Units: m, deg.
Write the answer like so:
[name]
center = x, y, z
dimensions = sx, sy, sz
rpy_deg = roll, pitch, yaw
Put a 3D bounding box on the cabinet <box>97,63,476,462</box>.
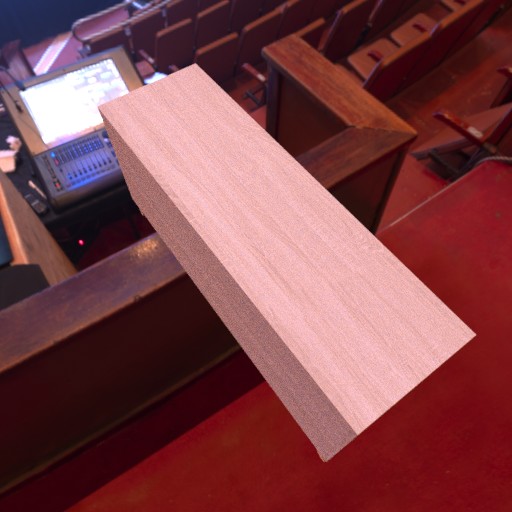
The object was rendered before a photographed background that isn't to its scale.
[cabinet]
center = 0.000, 0.000, 1.983
dimensions = 0.500, 0.780, 1.649
rpy_deg = -32, 64, -18
